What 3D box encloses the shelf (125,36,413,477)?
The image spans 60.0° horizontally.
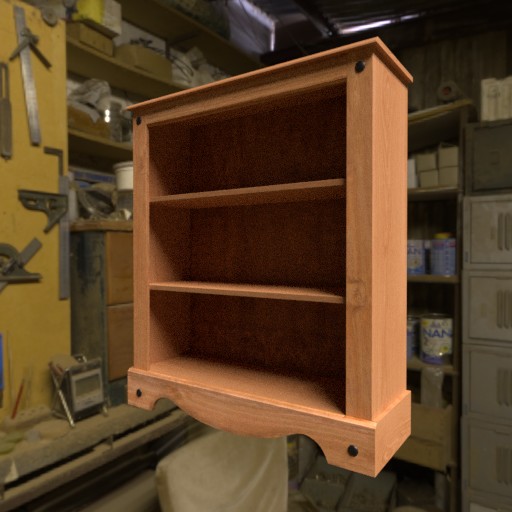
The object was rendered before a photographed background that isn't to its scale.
[{"bbox_3d":[0.000,0.000,1.336,0.840,0.980,0.291,1,1,35],"label":"shelf"}]
